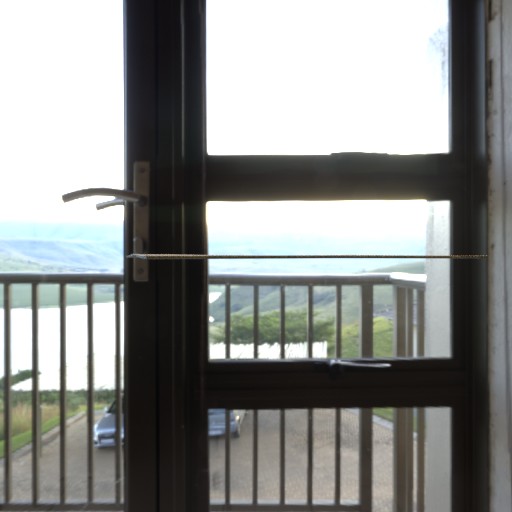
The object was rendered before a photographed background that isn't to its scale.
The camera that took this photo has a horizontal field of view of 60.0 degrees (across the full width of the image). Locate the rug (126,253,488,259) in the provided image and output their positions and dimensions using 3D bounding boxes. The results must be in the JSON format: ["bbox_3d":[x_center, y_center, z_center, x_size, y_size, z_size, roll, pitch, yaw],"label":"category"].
[{"bbox_3d":[0.000,0.000,2.983,1.613,0.030,2.306,0,0,-18],"label":"rug"}]
